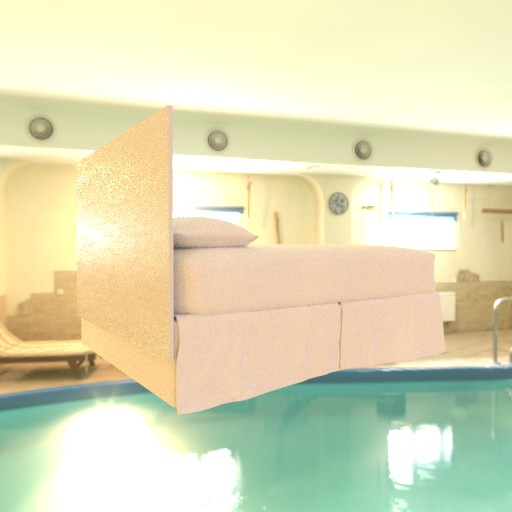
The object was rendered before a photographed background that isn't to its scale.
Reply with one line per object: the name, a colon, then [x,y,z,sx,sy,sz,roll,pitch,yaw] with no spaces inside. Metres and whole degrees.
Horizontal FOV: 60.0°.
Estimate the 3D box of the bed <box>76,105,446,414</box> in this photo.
bed: [0.000,0.000,3.181,2.094,1.335,1.745,-1,1,-35]
